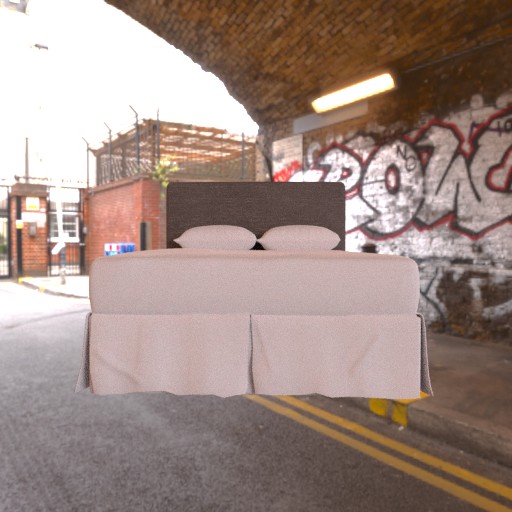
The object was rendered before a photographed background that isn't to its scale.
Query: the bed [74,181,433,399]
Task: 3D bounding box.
[{"bbox_3d":[0.000,0.000,3.117,1.723,1.330,2.142,0,1,1],"label":"bed"}]
